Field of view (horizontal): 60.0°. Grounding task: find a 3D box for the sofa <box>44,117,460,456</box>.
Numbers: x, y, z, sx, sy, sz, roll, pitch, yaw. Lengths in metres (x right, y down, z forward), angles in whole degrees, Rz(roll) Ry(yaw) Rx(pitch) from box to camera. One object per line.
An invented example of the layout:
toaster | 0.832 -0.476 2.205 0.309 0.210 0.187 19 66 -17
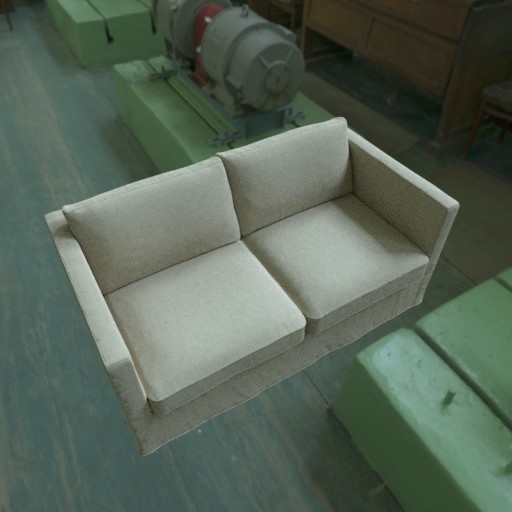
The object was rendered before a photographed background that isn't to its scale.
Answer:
sofa | 0.000 0.000 2.223 1.719 0.835 0.962 -23 49 -21
